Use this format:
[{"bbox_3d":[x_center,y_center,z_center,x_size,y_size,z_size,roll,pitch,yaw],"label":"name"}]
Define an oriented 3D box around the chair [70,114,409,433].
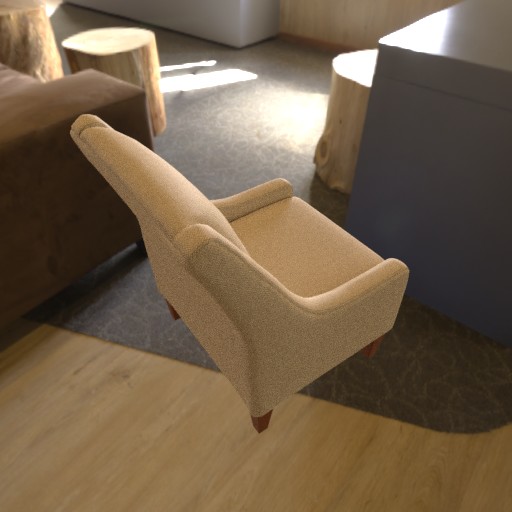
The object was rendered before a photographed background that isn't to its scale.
[{"bbox_3d":[0.000,0.000,1.616,0.870,1.014,0.774,-25,48,-26],"label":"chair"}]
